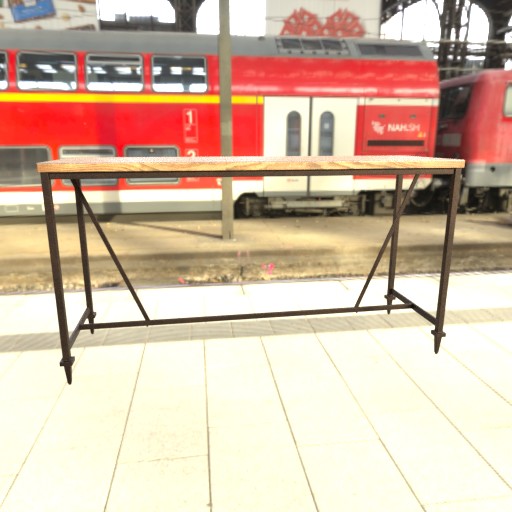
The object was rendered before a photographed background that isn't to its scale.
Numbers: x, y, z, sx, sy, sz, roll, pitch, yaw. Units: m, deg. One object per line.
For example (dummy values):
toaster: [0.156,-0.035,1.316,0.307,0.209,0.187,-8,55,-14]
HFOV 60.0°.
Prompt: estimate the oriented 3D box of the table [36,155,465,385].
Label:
table: [0.000,0.000,2.100,1.700,0.902,0.551,-2,15,-9]
